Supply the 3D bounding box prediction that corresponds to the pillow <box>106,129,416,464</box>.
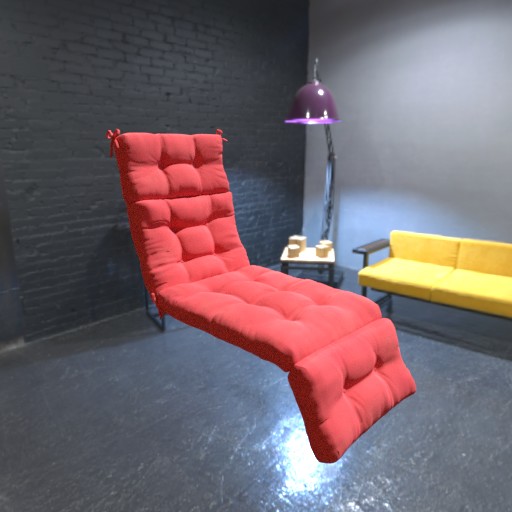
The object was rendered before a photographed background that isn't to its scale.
[{"bbox_3d":[0.000,0.000,1.514,1.016,0.863,0.526,13,19,42],"label":"pillow"}]
